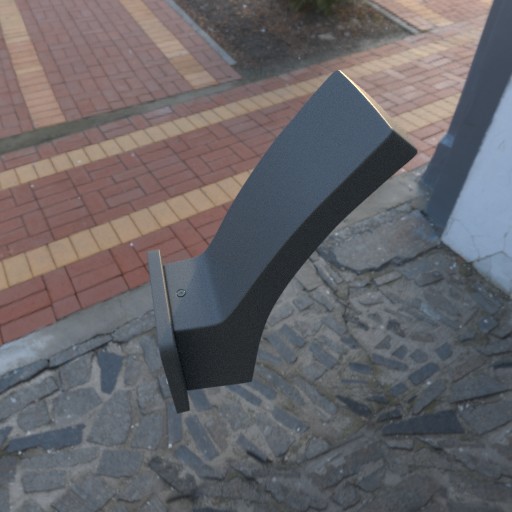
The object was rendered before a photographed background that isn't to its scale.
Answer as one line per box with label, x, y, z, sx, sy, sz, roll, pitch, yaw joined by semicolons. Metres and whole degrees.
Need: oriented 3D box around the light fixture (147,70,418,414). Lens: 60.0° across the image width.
light fixture;0.000;0.000;0.339;0.174;0.243;0.108;-11;47;-10
